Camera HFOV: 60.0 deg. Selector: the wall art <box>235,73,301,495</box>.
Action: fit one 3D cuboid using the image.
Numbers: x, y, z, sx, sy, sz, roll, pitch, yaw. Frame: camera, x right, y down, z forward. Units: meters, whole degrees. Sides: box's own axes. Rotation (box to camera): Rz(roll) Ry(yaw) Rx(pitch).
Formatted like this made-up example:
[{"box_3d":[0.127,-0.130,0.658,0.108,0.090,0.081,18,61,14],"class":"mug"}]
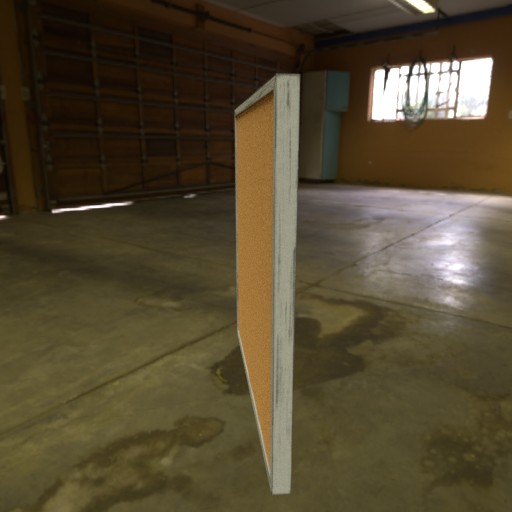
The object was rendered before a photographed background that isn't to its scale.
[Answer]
[{"box_3d":[0.000,0.000,1.129,0.037,0.761,0.761,-2,14,-7],"class":"wall art"}]
